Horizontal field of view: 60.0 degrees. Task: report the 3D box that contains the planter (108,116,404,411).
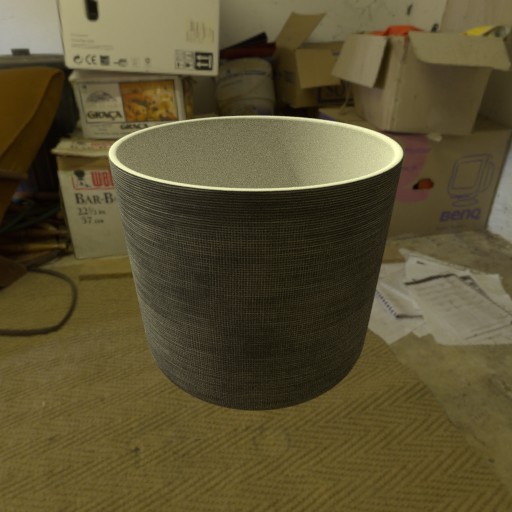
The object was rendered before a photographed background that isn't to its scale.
[{"bbox_3d":[0.000,0.000,0.780,0.440,0.398,0.440,0,28,0],"label":"planter"}]
